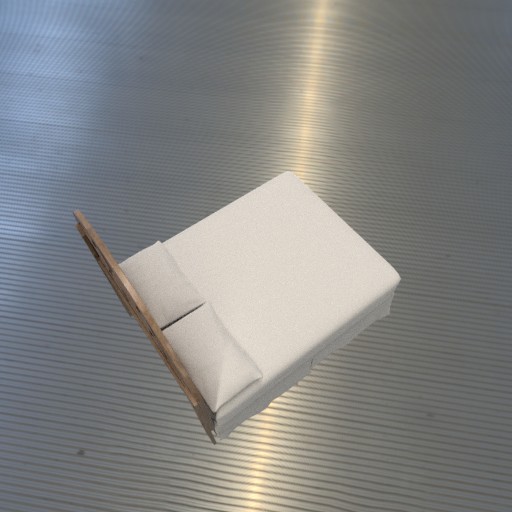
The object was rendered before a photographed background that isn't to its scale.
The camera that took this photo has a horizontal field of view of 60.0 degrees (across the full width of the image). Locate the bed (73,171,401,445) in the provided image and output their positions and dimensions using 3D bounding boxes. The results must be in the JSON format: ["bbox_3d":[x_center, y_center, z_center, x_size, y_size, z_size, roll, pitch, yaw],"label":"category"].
[{"bbox_3d":[0.000,0.000,3.589,2.112,2.002,1.713,-33,64,-18],"label":"bed"}]
